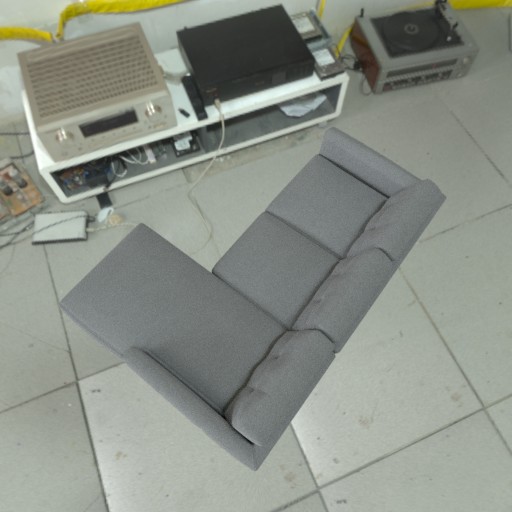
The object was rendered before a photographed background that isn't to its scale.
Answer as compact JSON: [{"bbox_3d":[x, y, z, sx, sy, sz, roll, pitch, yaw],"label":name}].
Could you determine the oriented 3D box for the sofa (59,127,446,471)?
[{"bbox_3d":[0.000,0.000,2.853,1.530,0.860,2.040,35,70,15],"label":"sofa"}]
